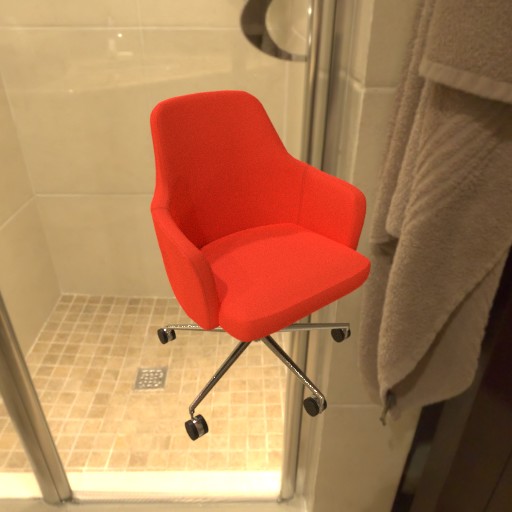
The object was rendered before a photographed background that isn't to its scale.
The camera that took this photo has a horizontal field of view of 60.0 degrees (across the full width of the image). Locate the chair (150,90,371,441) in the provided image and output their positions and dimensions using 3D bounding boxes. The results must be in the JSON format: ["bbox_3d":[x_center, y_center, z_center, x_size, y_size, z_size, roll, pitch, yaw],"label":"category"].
[{"bbox_3d":[0.000,0.000,1.276,0.655,0.820,0.600,-22,37,-32],"label":"chair"}]
